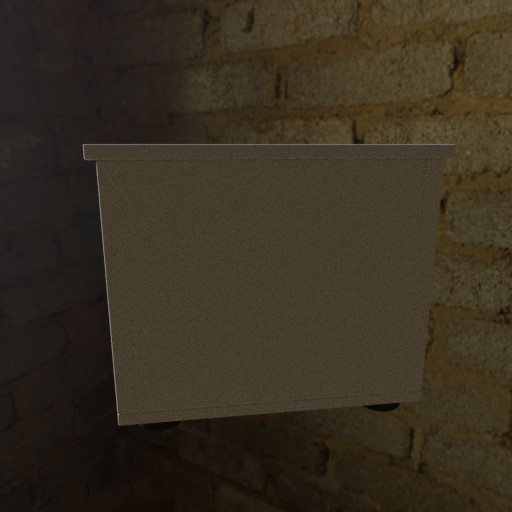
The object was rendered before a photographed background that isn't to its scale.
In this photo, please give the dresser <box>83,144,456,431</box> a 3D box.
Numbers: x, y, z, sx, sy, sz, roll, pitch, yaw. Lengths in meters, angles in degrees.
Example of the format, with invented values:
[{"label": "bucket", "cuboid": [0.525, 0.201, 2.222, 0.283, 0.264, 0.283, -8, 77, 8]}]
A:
[{"label": "dresser", "cuboid": [0.000, 0.000, 0.738, 0.430, 0.360, 0.400, -2, 14, -8]}]
